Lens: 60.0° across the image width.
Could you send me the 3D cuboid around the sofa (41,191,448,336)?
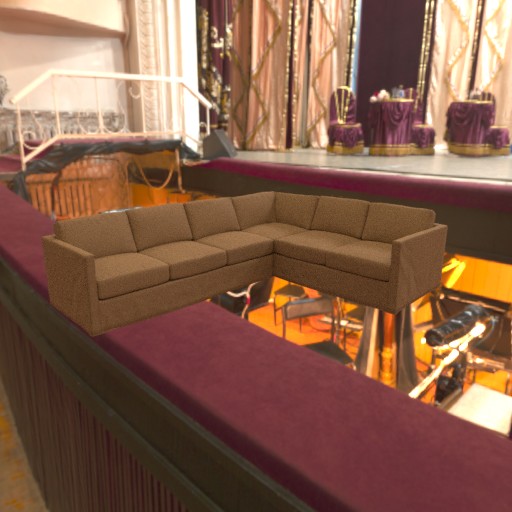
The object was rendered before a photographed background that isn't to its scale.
[{"bbox_3d":[0.000,0.000,4.371,3.182,0.871,2.432,-15,22,-43],"label":"sofa"}]
